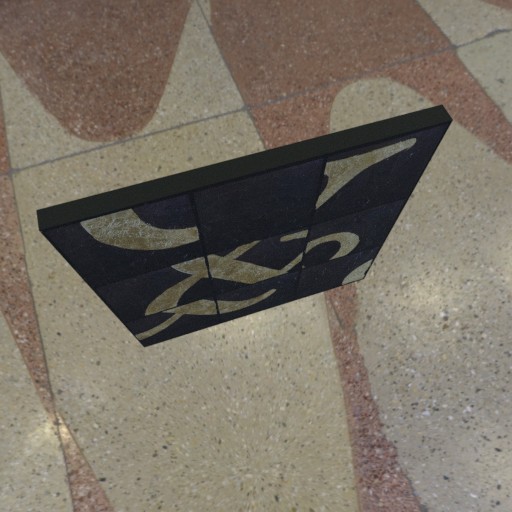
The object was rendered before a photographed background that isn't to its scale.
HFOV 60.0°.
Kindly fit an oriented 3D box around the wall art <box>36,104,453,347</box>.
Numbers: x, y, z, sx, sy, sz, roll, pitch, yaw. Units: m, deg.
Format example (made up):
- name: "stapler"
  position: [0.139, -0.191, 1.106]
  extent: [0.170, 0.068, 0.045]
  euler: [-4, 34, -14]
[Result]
- name: "wall art"
  position: [0.000, 0.000, 1.123]
  extent: [0.758, 0.758, 0.044]
  euler: [-16, 65, -8]
